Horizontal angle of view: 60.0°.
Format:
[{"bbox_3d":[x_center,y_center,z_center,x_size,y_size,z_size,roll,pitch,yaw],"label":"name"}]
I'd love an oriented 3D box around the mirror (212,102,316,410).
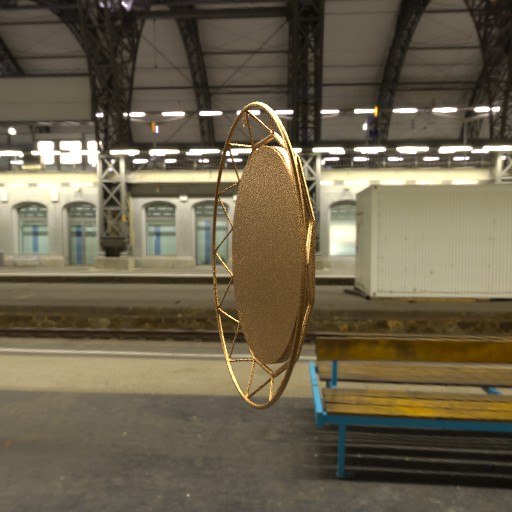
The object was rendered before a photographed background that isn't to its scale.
[{"bbox_3d":[0.000,0.000,0.694,0.043,0.454,0.454,-1,3,-18],"label":"mirror"}]
